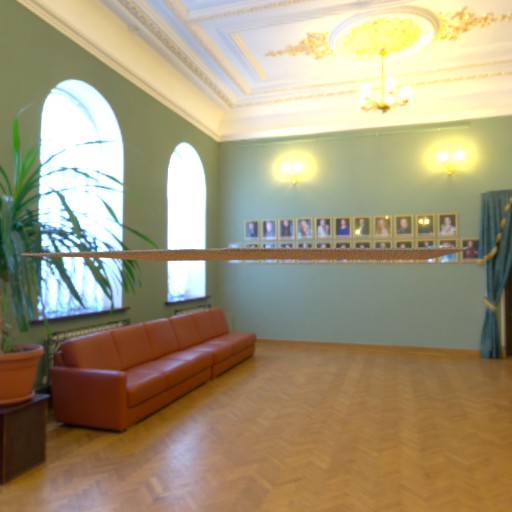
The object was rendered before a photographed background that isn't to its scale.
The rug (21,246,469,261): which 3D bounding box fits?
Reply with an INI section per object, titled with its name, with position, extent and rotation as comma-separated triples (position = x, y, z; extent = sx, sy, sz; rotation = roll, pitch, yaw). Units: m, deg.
[rug]
position = 0.000, 0.000, 2.967
extent = 2.342, 0.030, 1.609
rotation = -1, -2, 16
